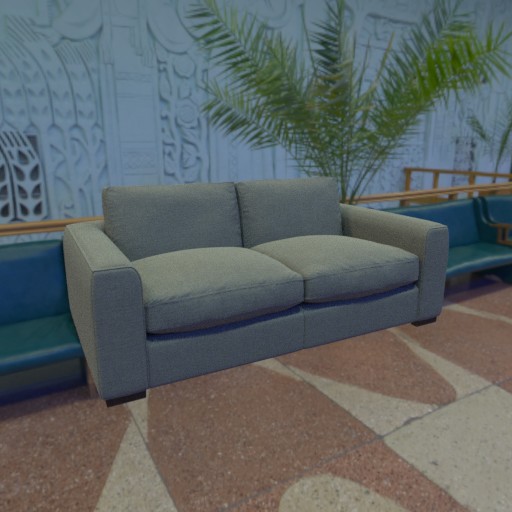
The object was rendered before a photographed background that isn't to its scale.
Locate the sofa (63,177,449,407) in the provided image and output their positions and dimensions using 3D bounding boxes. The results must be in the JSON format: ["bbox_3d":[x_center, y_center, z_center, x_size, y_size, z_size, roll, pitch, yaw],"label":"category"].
[{"bbox_3d":[0.000,0.000,2.495,1.920,0.800,1.069,-8,16,-27],"label":"sofa"}]
